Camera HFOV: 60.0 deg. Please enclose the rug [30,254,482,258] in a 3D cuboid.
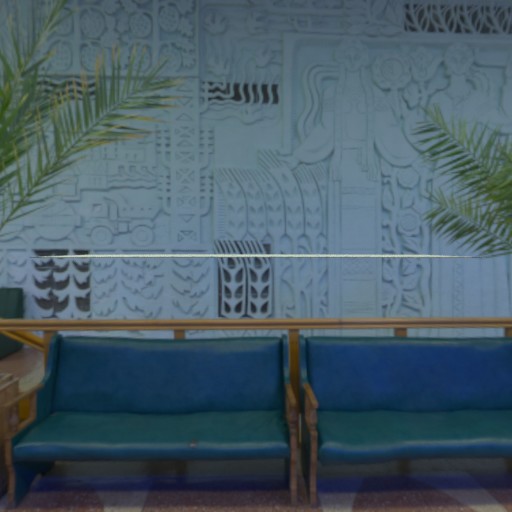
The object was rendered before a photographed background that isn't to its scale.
[{"bbox_3d":[0.000,0.000,2.600,2.372,0.008,0.620,0,1,0],"label":"rug"}]
